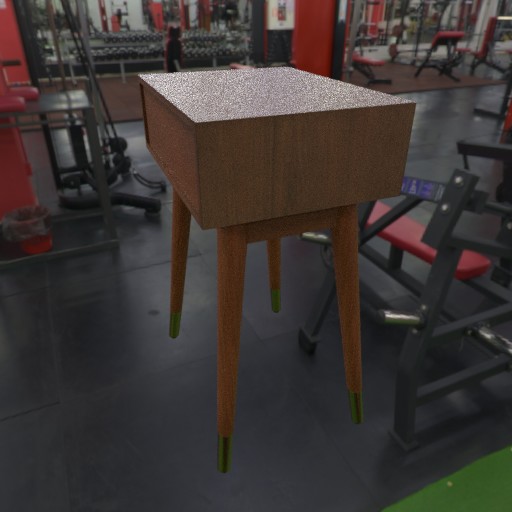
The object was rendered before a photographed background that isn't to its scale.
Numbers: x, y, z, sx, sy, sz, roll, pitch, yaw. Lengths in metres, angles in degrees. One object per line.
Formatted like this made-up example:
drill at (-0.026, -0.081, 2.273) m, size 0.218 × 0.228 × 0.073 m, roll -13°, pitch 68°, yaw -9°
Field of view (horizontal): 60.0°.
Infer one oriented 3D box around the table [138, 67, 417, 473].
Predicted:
table at (0.000, 0.000, 0.827) m, size 0.300 × 0.599 × 0.406 m, roll -11°, pitch 32°, yaw -19°
